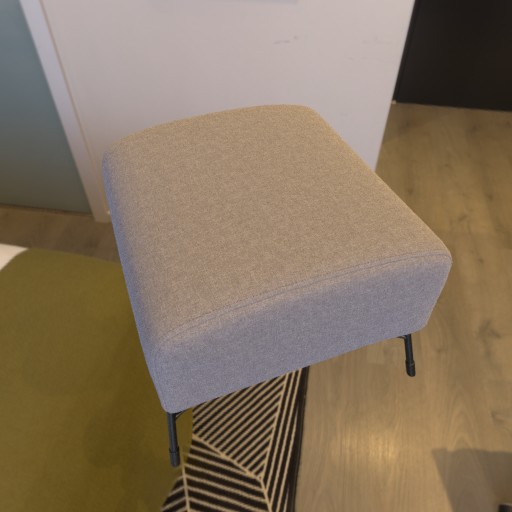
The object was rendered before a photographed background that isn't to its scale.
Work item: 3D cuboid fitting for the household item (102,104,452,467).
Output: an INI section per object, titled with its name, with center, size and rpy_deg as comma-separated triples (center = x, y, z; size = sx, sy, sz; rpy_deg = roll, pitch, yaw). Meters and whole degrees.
[household item]
center = 0.000, 0.000, 0.900
size = 0.530, 0.410, 0.530
rpy_deg = -15, 48, -14
